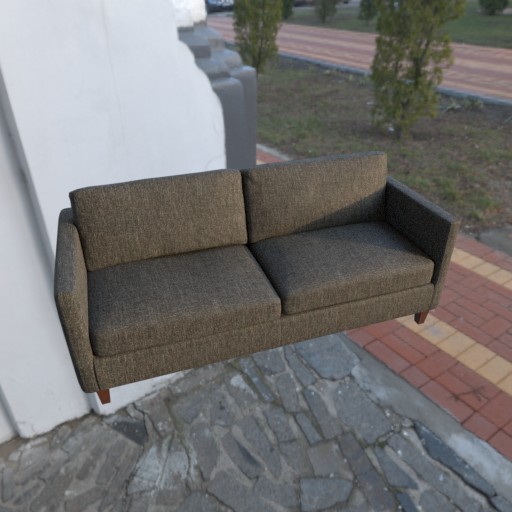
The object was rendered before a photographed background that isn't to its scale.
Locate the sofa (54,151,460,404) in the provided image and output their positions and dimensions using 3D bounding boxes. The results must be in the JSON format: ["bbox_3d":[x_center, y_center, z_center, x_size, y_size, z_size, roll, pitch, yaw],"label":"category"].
[{"bbox_3d":[0.000,0.000,2.736,2.208,0.960,0.948,-10,33,-16],"label":"sofa"}]
